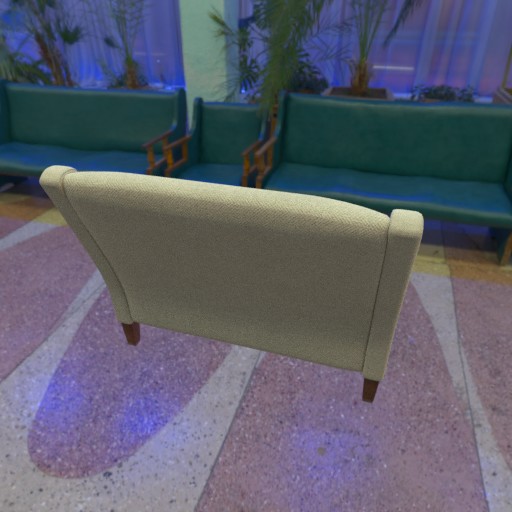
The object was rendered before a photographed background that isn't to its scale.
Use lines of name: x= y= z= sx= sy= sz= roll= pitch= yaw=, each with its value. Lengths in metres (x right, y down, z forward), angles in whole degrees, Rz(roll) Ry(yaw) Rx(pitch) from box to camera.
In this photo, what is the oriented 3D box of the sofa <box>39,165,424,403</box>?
sofa: x=0.000 y=0.000 z=1.916 sx=1.212 sy=0.976 sz=0.946 roll=10 pitch=33 yaw=15
